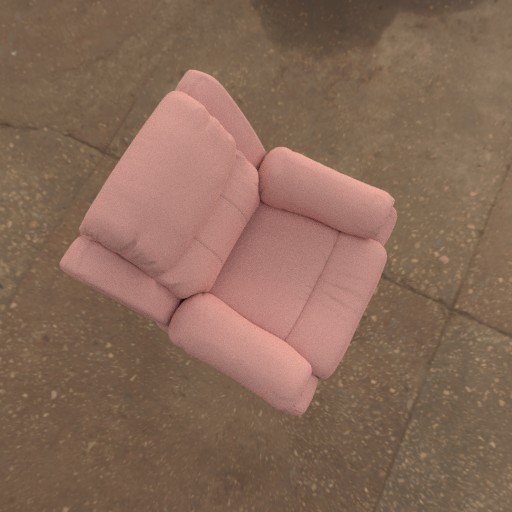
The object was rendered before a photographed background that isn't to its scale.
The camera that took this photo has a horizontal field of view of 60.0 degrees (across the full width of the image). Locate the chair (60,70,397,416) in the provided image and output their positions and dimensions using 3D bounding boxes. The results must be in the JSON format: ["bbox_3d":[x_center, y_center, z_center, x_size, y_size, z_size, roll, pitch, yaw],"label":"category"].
[{"bbox_3d":[0.000,0.000,1.271,0.709,0.702,0.680,27,77,7],"label":"chair"}]
